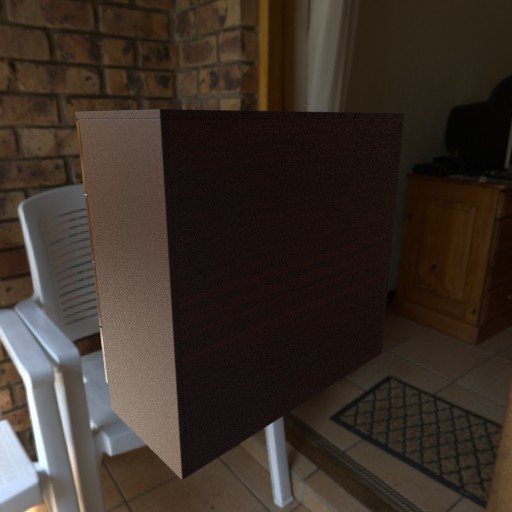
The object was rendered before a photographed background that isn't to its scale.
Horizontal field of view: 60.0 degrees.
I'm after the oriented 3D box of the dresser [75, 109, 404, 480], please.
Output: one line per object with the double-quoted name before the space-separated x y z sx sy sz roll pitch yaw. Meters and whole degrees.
"dresser" 0.000 0.000 1.169 0.750 0.720 0.360 -15 23 -41
